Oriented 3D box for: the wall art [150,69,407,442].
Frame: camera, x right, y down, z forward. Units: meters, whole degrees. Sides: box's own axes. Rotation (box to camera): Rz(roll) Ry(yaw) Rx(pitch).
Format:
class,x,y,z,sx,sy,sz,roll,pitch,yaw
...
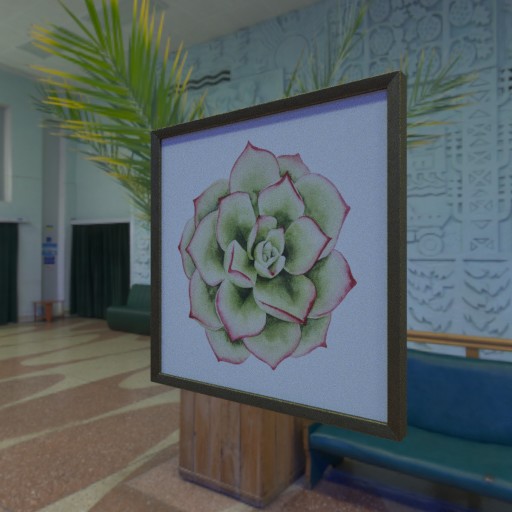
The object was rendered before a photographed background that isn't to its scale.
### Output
class,x,y,z,sx,sy,sz,roll,pitch,yaw
wall art,0.000,0.000,0.760,0.503,0.506,0.031,0,0,36
